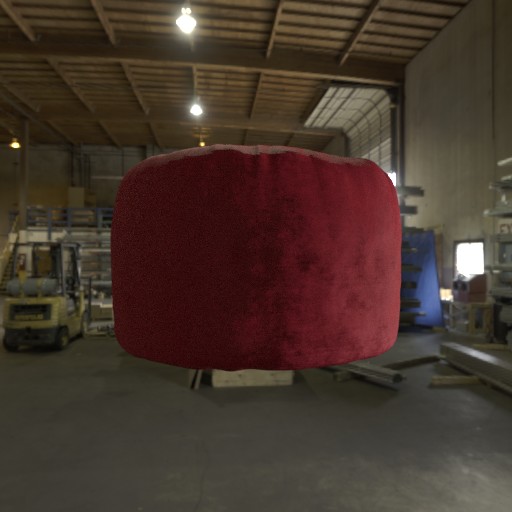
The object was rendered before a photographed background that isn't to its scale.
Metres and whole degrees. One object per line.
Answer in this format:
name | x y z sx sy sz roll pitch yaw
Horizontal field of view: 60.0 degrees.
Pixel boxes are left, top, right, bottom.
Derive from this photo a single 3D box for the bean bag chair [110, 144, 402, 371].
bean bag chair | 0.000 0.000 1.942 1.219 0.762 1.219 0 -1 0
